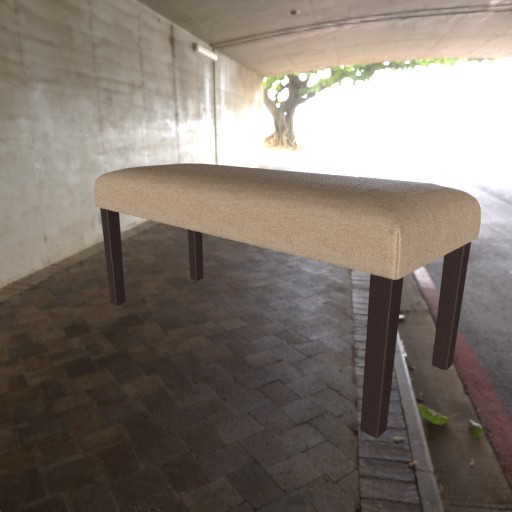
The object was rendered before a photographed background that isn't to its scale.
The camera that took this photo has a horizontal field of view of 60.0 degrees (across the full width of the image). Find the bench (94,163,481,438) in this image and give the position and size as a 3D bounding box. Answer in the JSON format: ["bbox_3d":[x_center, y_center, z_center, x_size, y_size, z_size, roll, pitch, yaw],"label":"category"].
[{"bbox_3d":[0.000,0.000,1.226,1.013,0.456,0.407,15,22,41],"label":"bench"}]
